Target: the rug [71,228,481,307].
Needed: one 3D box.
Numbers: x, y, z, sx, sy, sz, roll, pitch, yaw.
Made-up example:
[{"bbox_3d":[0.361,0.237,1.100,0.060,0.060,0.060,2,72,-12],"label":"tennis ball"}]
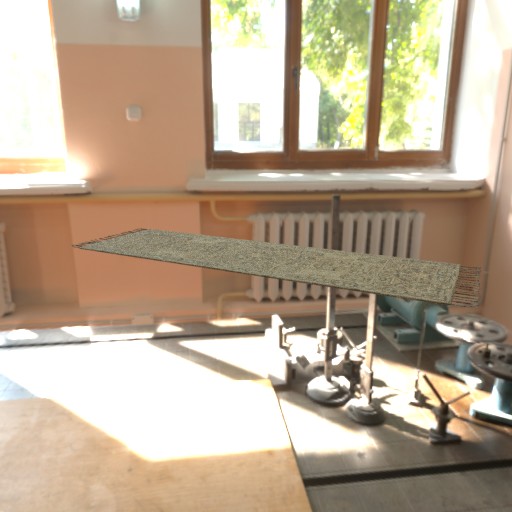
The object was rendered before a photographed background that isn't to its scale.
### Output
[{"bbox_3d":[0.000,0.000,2.928,2.664,0.011,0.762,7,16,26],"label":"rug"}]
